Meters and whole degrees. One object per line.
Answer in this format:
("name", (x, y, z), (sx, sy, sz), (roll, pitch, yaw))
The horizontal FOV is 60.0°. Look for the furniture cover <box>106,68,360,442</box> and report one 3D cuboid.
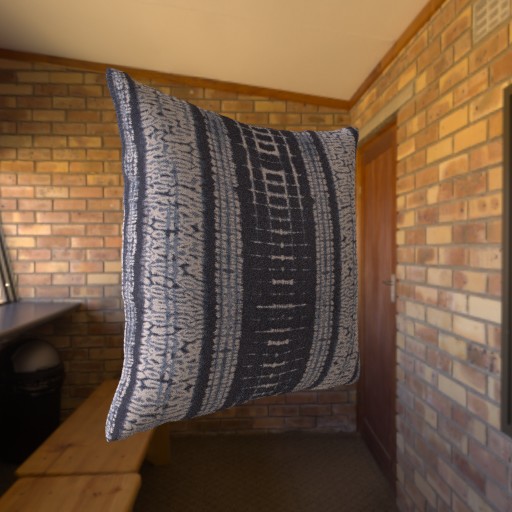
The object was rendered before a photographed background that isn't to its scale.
("furniture cover", (0.000, 0.000, 0.633), (0.425, 0.435, 0.133), (0, 1, -35))
